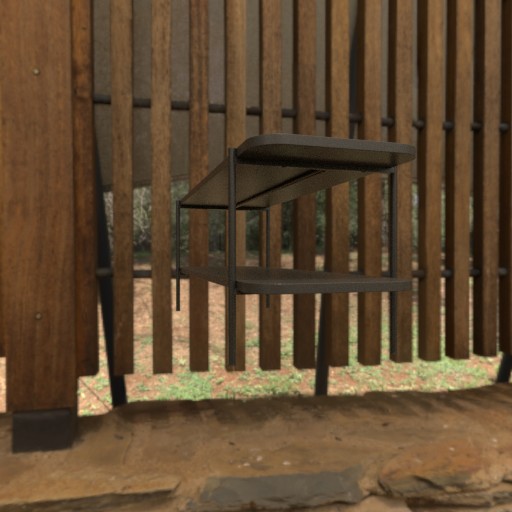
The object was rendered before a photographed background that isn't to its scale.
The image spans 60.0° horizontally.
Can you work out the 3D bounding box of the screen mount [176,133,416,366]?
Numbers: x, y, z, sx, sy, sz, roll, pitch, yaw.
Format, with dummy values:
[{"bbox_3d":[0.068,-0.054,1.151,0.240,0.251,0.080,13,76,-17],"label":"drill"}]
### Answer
[{"bbox_3d":[0.000,0.000,1.411,0.400,0.447,1.200,0,0,-17],"label":"screen mount"}]
